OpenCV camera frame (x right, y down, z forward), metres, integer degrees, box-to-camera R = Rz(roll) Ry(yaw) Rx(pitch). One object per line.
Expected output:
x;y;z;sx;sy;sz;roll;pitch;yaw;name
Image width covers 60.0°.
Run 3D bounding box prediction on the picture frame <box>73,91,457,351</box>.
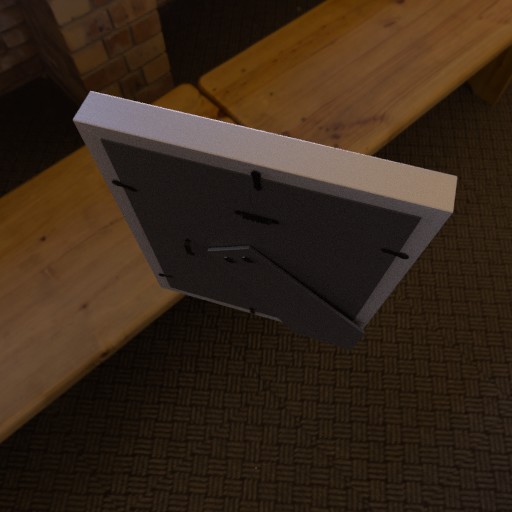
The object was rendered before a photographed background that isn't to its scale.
0.000;0.000;0.390;0.233;0.282;0.036;15;65;7;picture frame
